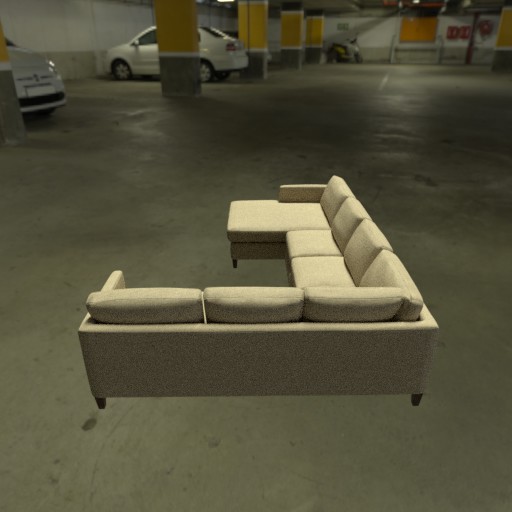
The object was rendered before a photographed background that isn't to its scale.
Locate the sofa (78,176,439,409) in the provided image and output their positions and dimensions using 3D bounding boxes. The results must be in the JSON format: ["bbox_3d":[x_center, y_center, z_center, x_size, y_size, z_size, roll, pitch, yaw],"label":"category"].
[{"bbox_3d":[0.000,0.000,4.740,2.593,0.959,3.460,0,26,-1],"label":"sofa"}]
